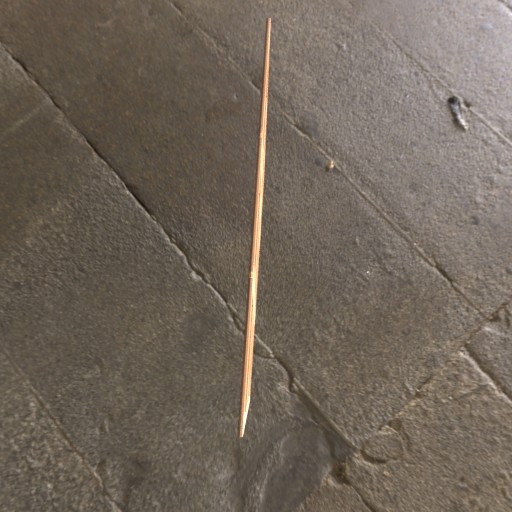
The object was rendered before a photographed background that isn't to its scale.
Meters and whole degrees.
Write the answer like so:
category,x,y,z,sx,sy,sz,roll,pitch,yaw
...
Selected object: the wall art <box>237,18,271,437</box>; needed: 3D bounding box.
category,x,y,z,sx,sy,sz,roll,pitch,yaw
wall art,0.000,0.000,1.814,0.013,1.218,1.216,4,76,1
